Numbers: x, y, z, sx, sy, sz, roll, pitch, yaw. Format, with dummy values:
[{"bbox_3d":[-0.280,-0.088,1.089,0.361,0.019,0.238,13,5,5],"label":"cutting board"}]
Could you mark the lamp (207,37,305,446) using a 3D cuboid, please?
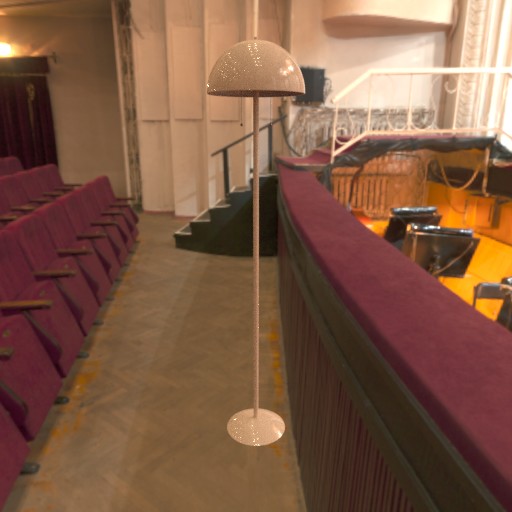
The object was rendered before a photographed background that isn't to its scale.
[{"bbox_3d":[0.000,0.000,1.646,0.328,1.480,0.328,-2,16,-8],"label":"lamp"}]
